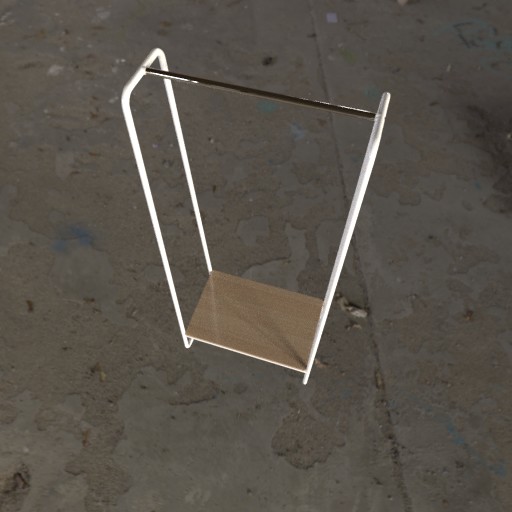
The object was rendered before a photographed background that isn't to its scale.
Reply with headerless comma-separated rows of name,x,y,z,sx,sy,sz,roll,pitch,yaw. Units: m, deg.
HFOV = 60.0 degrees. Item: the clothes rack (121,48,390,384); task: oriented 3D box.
clothes rack,0.000,0.000,1.718,0.640,1.500,0.400,15,58,9
